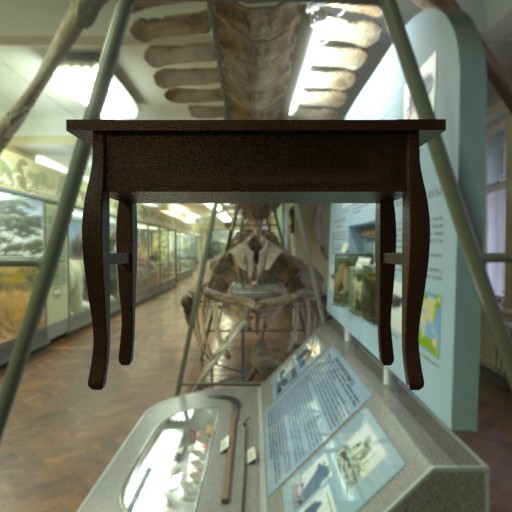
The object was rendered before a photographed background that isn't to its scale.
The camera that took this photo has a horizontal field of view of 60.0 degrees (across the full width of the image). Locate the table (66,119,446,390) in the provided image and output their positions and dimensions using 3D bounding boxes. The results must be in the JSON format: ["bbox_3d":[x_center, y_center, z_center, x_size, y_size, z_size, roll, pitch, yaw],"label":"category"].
[{"bbox_3d":[0.000,0.000,1.421,1.062,0.768,0.373,0,1,0],"label":"table"}]
